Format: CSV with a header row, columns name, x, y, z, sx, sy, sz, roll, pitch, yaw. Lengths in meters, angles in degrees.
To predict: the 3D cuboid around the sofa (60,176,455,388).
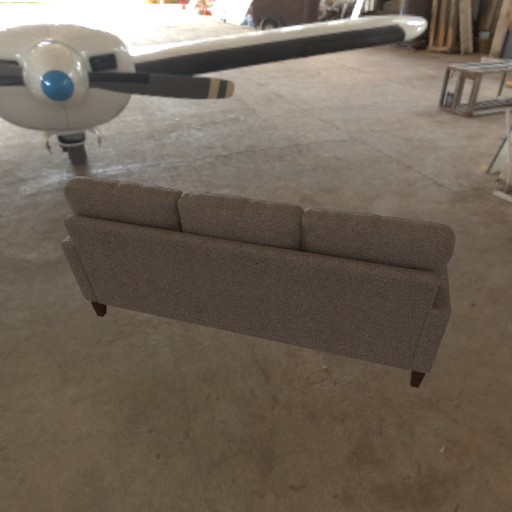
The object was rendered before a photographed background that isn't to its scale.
name,x,y,z,sx,sy,sz,roll,pitch,yaw
sofa,0.000,0.000,2.665,2.115,0.984,0.888,9,33,15
